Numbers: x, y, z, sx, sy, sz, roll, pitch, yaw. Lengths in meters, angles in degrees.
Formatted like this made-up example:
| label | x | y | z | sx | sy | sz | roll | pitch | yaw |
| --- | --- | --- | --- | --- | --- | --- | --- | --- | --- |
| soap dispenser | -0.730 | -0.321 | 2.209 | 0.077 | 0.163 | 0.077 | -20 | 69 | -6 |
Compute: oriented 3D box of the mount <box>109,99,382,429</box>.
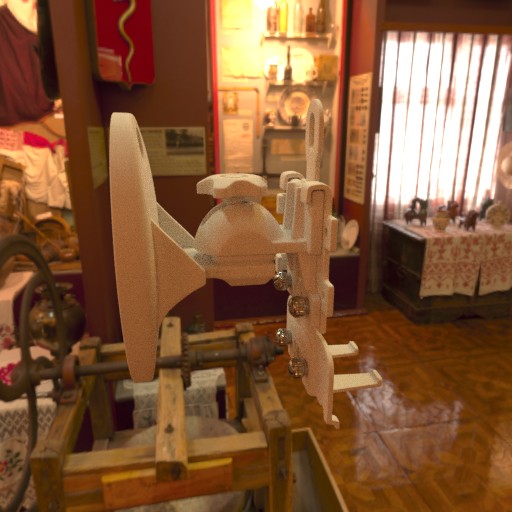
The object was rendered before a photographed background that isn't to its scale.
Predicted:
| label | x | y | z | sx | sy | sz | roll | pitch | yaw |
| --- | --- | --- | --- | --- | --- | --- | --- | --- | --- |
| mount | 0.000 | 0.000 | 0.176 | 0.100 | 0.118 | 0.066 | -3 | 17 | -9 |
